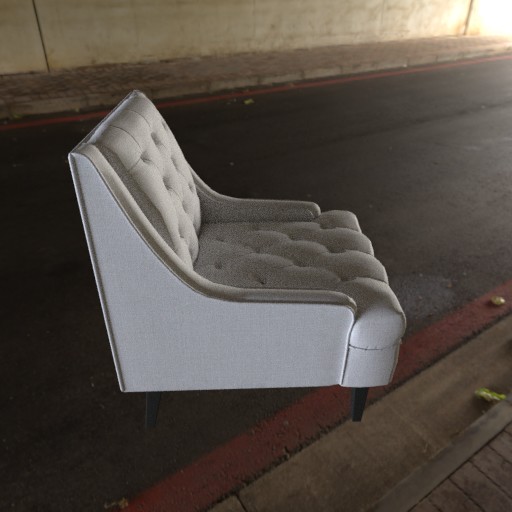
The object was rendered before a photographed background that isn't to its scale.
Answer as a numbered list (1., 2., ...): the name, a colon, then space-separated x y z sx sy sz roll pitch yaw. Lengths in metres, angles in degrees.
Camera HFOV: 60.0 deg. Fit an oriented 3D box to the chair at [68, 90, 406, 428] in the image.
1. chair: 0.000 0.000 1.375 0.772 0.891 0.658 -1 31 -2
